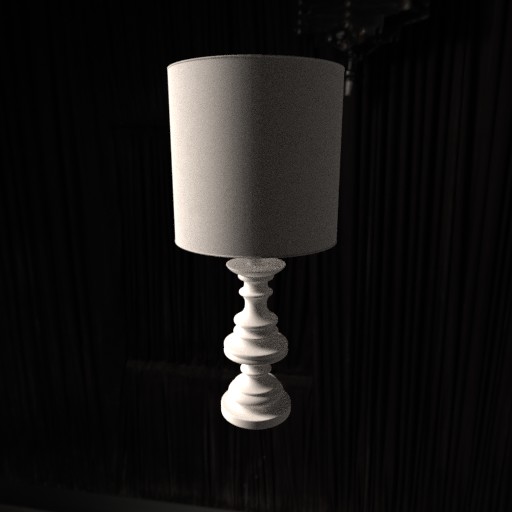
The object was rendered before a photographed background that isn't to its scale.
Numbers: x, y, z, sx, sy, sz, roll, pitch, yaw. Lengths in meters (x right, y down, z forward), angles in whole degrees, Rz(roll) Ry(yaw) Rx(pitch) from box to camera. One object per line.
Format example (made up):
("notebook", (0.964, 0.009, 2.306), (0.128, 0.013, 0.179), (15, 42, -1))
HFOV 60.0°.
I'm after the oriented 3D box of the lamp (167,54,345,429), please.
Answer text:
("lamp", (0.000, 0.000, 0.586), (0.208, 0.455, 0.208), (2, 15, 8))
